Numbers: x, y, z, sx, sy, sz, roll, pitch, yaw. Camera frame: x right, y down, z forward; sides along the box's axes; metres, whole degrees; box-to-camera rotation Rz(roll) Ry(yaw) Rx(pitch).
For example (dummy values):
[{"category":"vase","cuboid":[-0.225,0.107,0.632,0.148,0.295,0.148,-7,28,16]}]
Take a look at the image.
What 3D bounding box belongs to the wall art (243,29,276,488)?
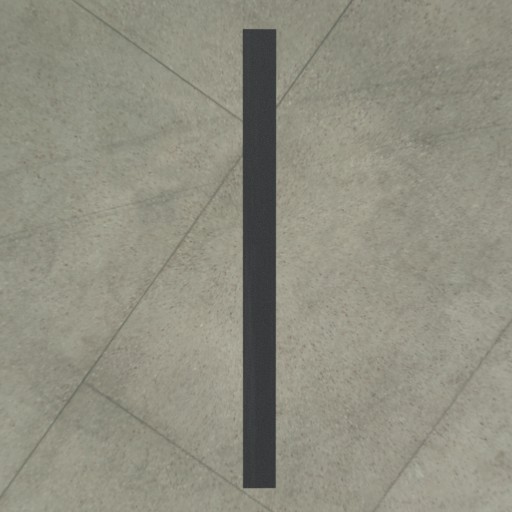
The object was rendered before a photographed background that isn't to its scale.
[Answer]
[{"category":"wall art","cuboid":[0.000,0.000,0.744,0.037,0.507,0.509,0,91,-1]}]
